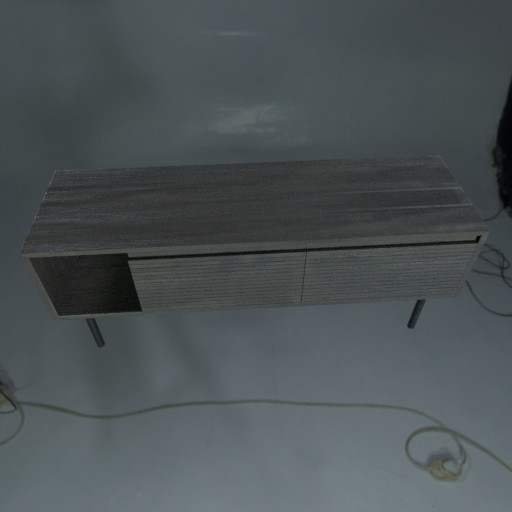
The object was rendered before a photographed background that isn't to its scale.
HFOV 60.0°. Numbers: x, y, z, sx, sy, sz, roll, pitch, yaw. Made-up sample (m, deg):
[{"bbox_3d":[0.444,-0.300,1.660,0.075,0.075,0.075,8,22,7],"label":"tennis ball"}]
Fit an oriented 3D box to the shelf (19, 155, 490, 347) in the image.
[{"bbox_3d":[0.000,0.000,1.528,1.300,0.495,0.400,-3,45,-3],"label":"shelf"}]
